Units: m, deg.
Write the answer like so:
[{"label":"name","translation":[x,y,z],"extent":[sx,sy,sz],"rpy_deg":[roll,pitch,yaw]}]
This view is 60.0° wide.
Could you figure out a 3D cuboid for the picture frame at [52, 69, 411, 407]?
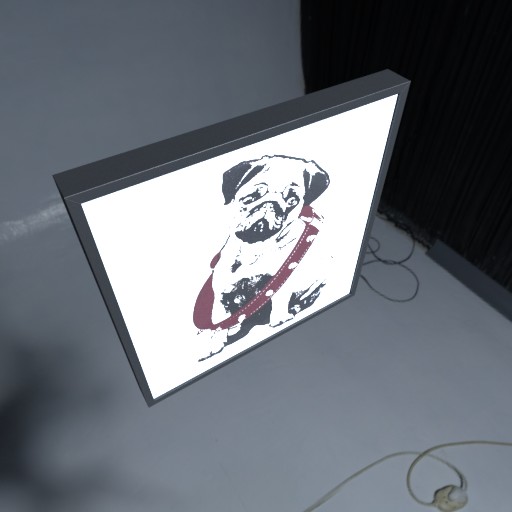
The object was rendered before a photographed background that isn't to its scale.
[{"label":"picture frame","translation":[0.000,0.000,0.474],"extent":[0.317,0.317,0.030],"rpy_deg":[-25,51,-21]}]
